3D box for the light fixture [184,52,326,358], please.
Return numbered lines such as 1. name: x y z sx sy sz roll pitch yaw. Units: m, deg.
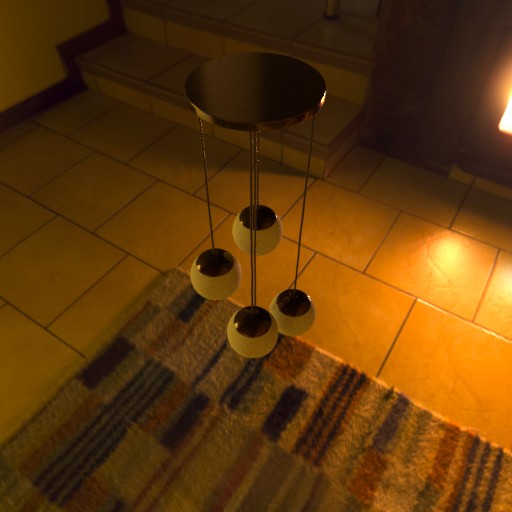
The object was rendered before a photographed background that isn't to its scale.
1. light fixture: 0.000 0.000 1.558 0.484 1.271 0.489 10 50 9
